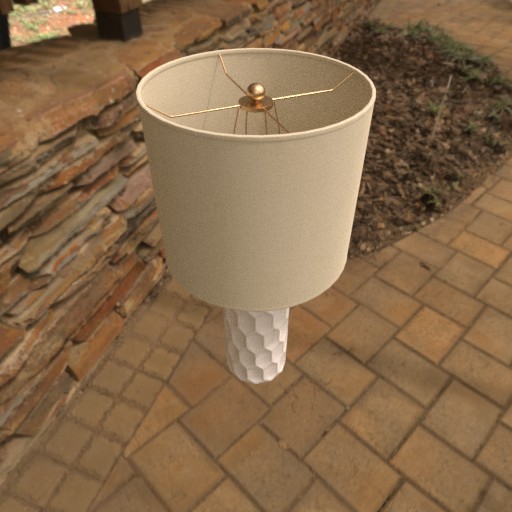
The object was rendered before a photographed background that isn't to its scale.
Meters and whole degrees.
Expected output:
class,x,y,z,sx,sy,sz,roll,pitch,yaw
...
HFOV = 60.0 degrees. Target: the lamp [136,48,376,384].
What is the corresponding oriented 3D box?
class,x,y,z,sx,sy,sz,roll,pitch,yaw
lamp,0.000,0.000,0.696,0.277,0.537,0.277,11,42,12
